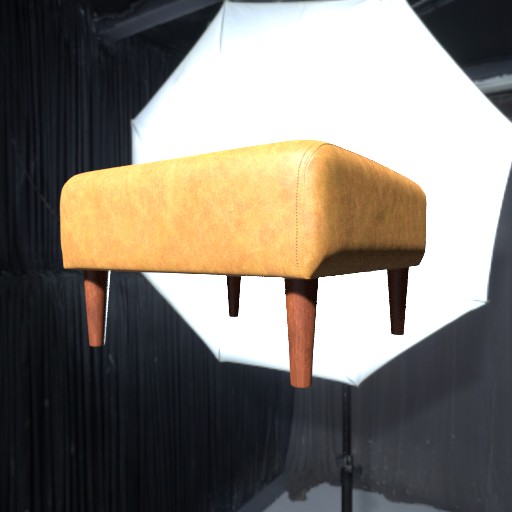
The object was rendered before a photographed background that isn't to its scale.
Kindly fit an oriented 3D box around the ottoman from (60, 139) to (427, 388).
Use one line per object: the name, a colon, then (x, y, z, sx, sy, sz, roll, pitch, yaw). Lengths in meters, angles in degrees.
ottoman: (0.000, 0.000, 1.054, 0.650, 0.399, 0.650, 1, 1, 34)
